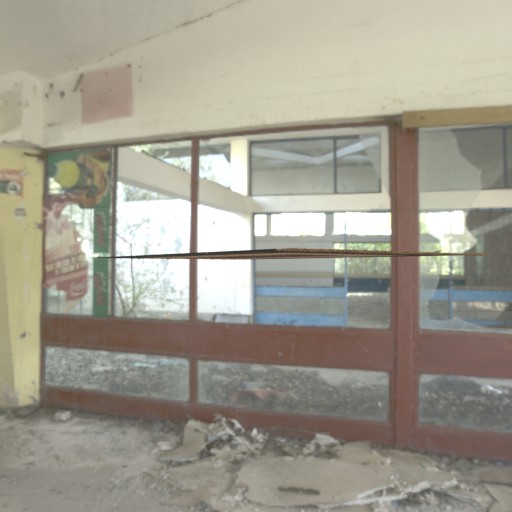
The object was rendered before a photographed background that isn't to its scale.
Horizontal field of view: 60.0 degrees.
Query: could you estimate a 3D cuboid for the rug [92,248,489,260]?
[{"bbox_3d":[0.000,0.000,1.897,0.920,0.013,1.541,1,-2,-37],"label":"rug"}]
